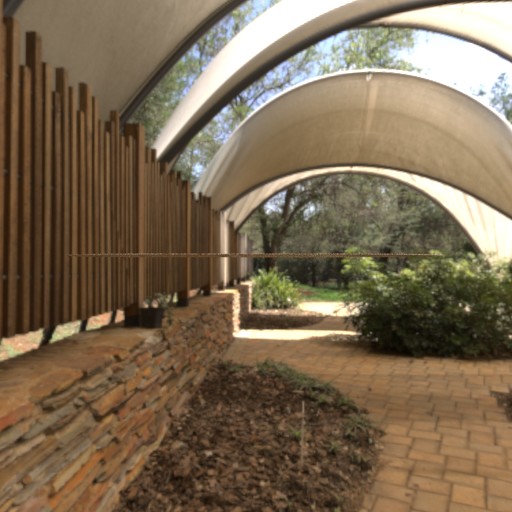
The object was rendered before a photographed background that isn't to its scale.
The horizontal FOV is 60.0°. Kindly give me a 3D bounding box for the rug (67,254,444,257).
[{"bbox_3d":[0.000,0.000,3.009,2.432,0.006,1.520,0,-1,-1],"label":"rug"}]
